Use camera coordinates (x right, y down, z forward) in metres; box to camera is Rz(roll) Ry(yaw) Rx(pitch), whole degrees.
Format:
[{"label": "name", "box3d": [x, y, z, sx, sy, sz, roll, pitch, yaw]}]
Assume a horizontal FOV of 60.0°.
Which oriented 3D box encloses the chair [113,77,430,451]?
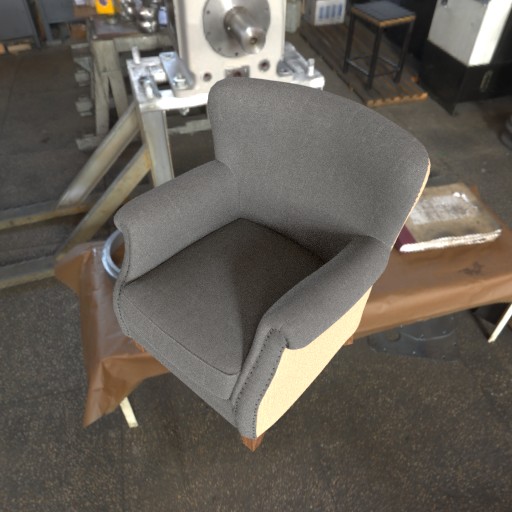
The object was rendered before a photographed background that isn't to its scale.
[{"label": "chair", "box3d": [0.000, 0.000, 1.620, 0.861, 0.936, 0.921, 31, 53, 27]}]
